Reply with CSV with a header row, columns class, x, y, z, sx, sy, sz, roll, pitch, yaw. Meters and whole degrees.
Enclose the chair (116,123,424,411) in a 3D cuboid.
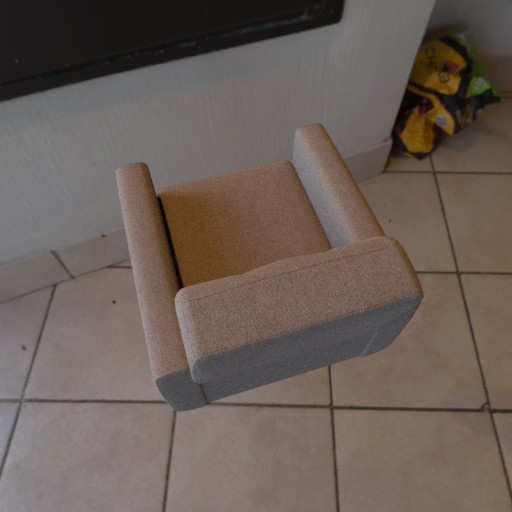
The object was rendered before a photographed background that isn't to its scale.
class,x,y,z,sx,sy,sz,roll,pitch,yaw
chair,0.000,0.000,1.565,0.831,0.839,0.907,-15,60,-9
